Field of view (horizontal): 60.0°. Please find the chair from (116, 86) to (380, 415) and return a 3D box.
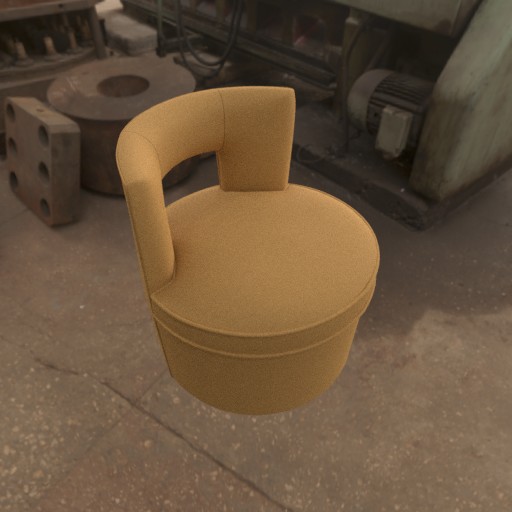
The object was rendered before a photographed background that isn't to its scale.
[{"bbox_3d":[0.000,0.000,1.236,0.665,0.723,0.650,26,48,26],"label":"chair"}]
